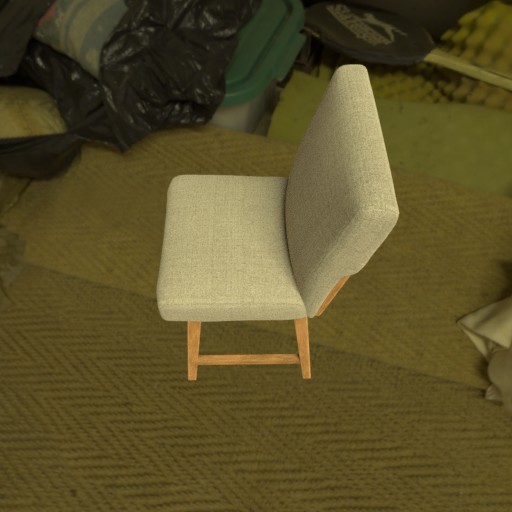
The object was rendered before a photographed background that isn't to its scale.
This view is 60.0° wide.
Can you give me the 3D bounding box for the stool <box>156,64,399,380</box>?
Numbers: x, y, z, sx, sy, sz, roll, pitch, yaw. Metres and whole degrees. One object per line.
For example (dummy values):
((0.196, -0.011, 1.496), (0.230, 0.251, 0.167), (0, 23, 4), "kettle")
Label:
((0.000, 0.000, 1.327), (0.526, 1.010, 0.459), (-1, 59, 0), "stool")
